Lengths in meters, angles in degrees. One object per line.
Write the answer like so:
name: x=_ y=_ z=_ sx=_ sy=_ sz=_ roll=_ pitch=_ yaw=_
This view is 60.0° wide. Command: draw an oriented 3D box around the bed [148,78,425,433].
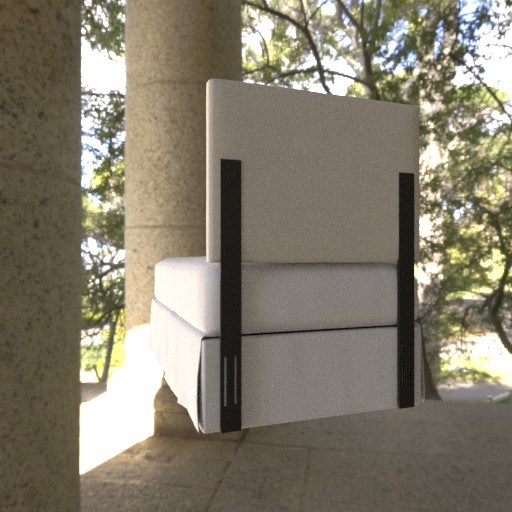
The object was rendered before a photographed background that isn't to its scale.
bed: x=0.000 y=0.000 z=3.050 sx=1.261 sy=1.571 sz=1.997 roll=0 pitch=0 yaw=-20
